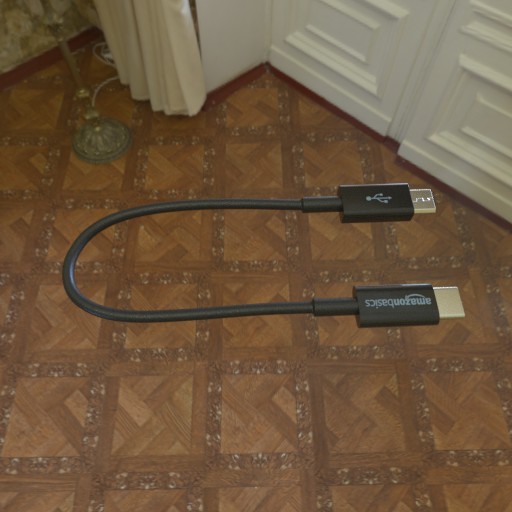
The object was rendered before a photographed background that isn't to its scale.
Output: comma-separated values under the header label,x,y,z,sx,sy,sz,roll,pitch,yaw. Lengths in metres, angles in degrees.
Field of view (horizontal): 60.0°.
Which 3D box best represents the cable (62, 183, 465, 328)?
label,x,y,z,sx,sy,sz,roll,pitch,yaw
cable,0.000,0.000,0.114,0.098,0.006,0.040,-2,62,-1
